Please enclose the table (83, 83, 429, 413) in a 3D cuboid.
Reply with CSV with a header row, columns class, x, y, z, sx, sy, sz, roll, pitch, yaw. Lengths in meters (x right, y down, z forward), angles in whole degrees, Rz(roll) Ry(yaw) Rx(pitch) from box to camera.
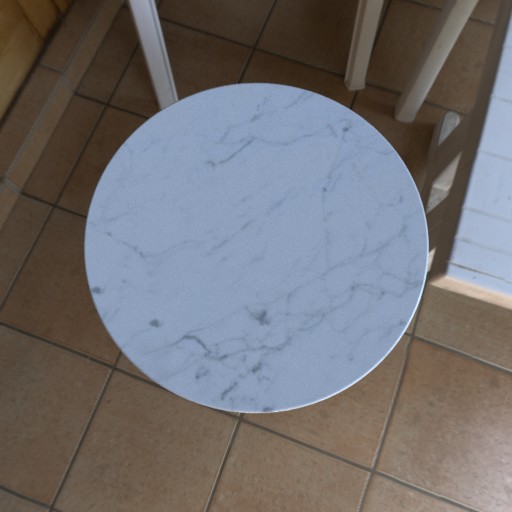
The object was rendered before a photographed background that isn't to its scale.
class,x,y,z,sx,sy,sz,roll,pitch,yaw
table,0.000,0.000,1.246,0.800,0.450,0.800,0,75,0
